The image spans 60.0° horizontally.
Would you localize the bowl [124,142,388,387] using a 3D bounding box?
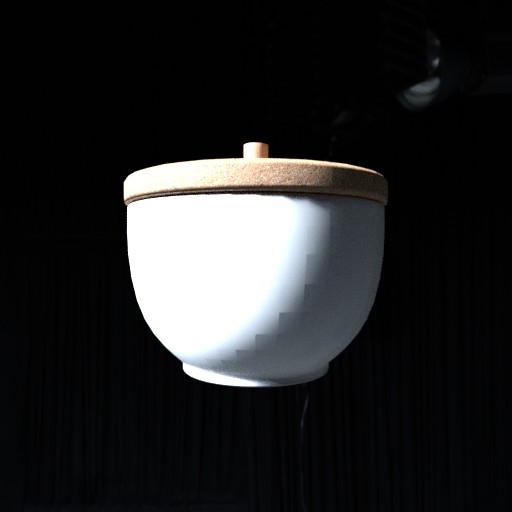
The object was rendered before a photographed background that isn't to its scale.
[{"bbox_3d":[0.000,0.000,0.222,0.126,0.110,0.126,0,1,0],"label":"bowl"}]
